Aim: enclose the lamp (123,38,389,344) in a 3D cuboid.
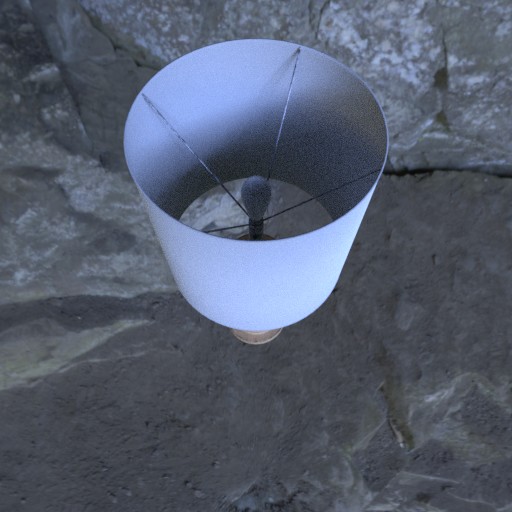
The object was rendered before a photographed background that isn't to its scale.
[{"bbox_3d":[0.000,0.000,0.554,0.208,0.455,0.208,2,63,1],"label":"lamp"}]
